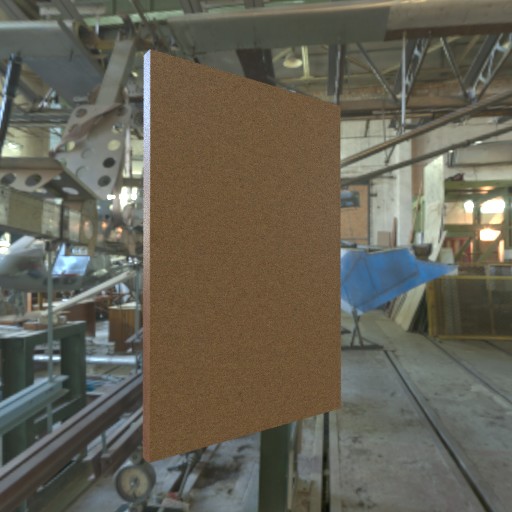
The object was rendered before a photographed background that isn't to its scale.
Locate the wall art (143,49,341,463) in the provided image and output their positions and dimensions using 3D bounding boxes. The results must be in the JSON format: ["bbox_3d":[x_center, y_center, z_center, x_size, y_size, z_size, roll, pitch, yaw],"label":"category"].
[{"bbox_3d":[0.000,0.000,1.174,0.610,0.914,0.037,0,-1,-36],"label":"wall art"}]
